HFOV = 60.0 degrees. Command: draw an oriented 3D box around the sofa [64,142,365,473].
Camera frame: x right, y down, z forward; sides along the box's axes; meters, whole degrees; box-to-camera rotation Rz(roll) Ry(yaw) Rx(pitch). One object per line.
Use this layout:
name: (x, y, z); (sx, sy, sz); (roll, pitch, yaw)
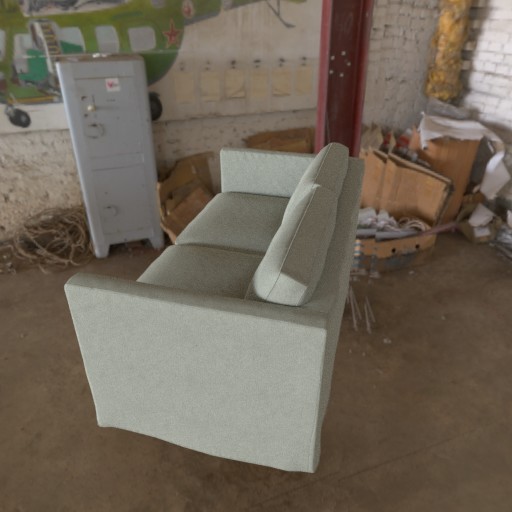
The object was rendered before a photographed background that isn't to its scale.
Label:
sofa: (0.000, 0.000, 2.263); (0.944, 0.830, 1.727); (8, 31, 13)
